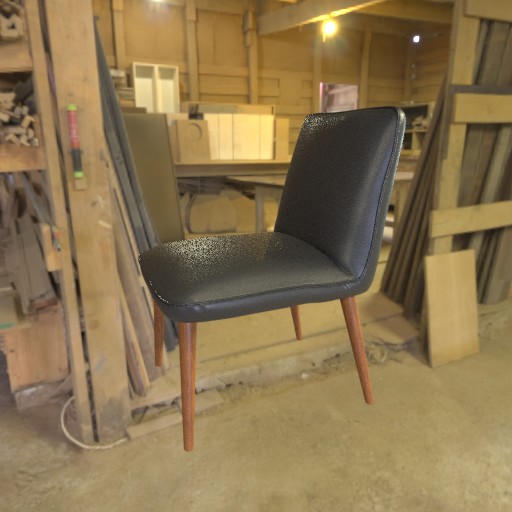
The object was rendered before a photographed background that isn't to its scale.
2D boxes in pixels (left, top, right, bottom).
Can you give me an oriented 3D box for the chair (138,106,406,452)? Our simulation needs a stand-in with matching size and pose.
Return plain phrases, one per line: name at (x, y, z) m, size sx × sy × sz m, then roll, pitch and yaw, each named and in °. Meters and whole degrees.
chair at (0.000, 0.000, 1.261) m, size 0.645 × 0.801 × 0.543 m, roll -7°, pitch 16°, yaw -25°
